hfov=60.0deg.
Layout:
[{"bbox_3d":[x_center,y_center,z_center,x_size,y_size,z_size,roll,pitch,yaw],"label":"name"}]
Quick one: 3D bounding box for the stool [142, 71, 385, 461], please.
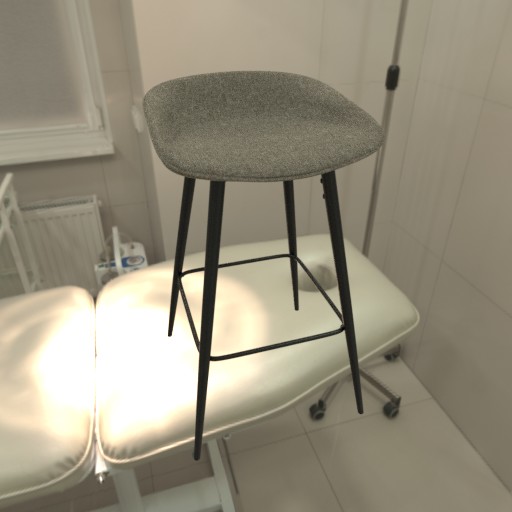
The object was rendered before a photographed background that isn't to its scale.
[{"bbox_3d":[0.000,0.000,1.125,0.469,0.814,0.480,-10,33,-15],"label":"stool"}]
